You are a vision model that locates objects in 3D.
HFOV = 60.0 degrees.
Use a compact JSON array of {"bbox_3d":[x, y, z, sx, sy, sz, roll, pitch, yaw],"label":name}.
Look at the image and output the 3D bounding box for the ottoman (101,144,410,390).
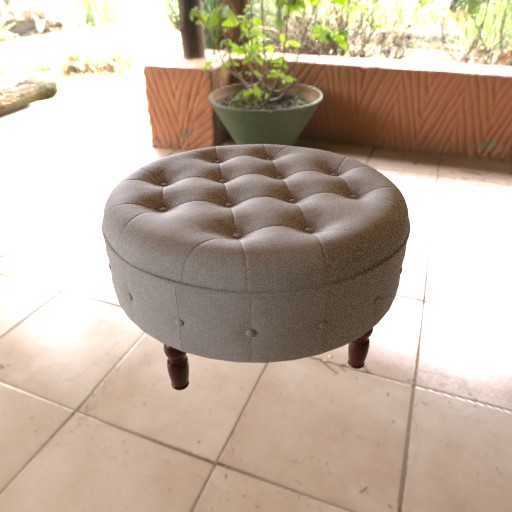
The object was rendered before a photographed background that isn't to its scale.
[{"bbox_3d":[0.000,0.000,1.355,0.849,0.478,0.849,0,31,0],"label":"ottoman"}]
